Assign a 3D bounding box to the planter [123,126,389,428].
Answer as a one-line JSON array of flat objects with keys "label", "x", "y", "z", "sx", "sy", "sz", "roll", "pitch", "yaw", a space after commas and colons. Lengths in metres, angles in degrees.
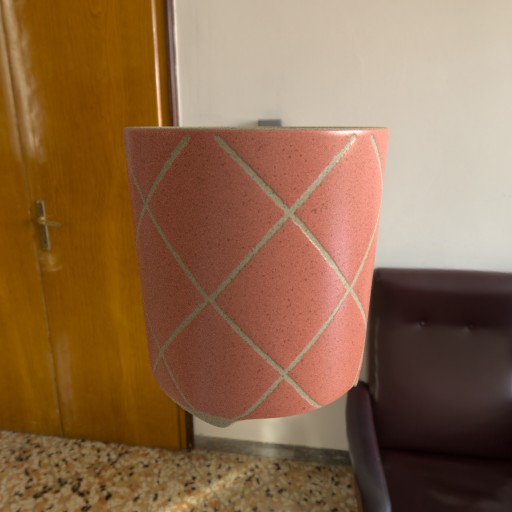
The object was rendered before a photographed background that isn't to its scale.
[{"label": "planter", "x": 0.000, "y": 0.000, "z": 0.357, "sx": 0.191, "sy": 0.200, "sz": 0.191, "roll": 0, "pitch": 16, "yaw": 0}]
